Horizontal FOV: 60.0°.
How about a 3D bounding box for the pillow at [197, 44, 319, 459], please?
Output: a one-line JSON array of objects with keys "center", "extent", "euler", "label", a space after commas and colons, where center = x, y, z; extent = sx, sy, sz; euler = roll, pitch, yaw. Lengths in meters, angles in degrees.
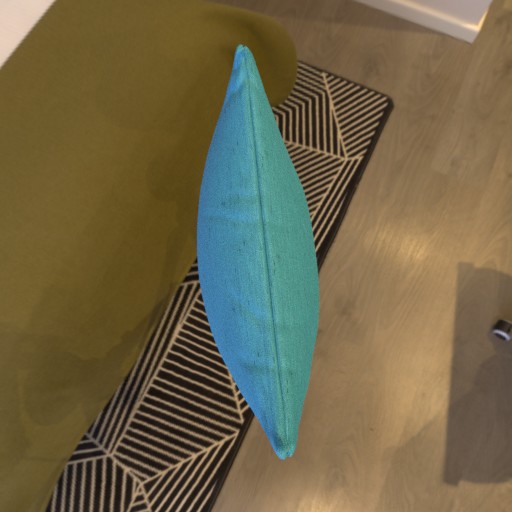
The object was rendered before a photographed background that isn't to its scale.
[{"center": [0.000, 0.000, 0.799], "extent": [0.210, 0.338, 0.633], "euler": [-5, 75, -1], "label": "pillow"}]
